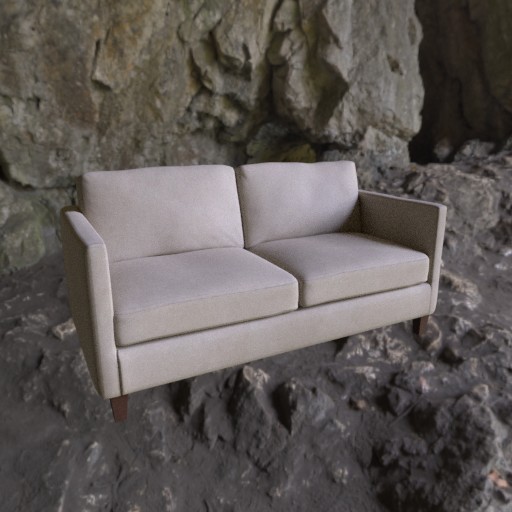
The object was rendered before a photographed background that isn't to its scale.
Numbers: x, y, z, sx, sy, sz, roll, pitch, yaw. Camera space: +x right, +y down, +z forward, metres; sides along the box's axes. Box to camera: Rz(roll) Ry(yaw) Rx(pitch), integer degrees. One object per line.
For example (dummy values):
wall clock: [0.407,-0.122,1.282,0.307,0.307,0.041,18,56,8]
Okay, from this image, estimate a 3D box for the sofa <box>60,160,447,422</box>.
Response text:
sofa: [0.000,0.000,2.381,1.846,0.940,0.950,-8,18,-27]
